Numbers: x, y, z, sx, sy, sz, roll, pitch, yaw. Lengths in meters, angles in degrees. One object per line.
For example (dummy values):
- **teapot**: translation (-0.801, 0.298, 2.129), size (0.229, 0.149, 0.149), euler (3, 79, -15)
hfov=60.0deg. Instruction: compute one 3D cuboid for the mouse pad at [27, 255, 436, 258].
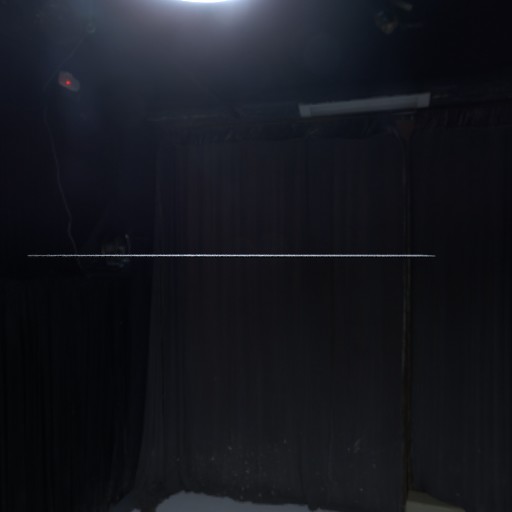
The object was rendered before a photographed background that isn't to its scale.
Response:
- **mouse pad**: translation (0.000, 0.000, 0.627), size (0.451, 0.002, 0.393), euler (0, 0, 18)
